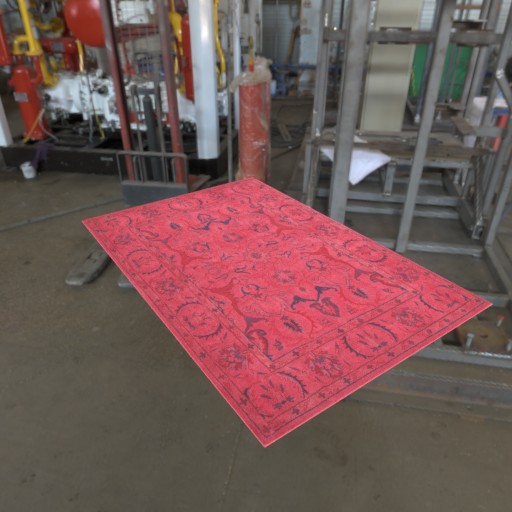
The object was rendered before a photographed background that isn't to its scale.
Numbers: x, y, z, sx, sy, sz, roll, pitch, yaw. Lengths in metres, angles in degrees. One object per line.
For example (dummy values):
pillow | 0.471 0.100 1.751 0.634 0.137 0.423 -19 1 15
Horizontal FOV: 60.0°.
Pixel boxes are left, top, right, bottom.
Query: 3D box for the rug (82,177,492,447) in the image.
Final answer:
rug | 0.000 0.000 2.239 1.209 0.008 1.814 -20 36 -29
